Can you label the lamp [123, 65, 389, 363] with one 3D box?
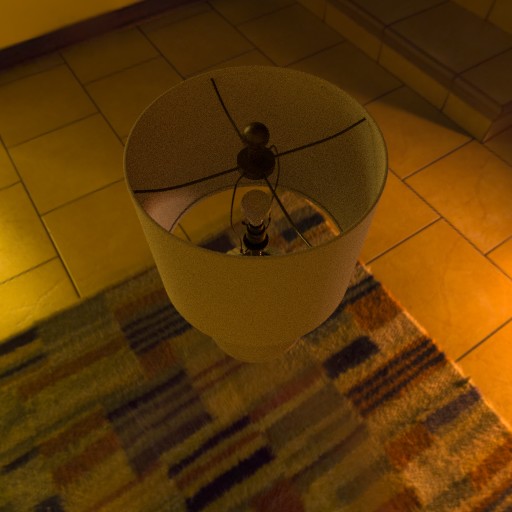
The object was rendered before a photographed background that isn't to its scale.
[{"bbox_3d":[0.000,0.000,0.747,0.318,0.567,0.318,0,58,0],"label":"lamp"}]
